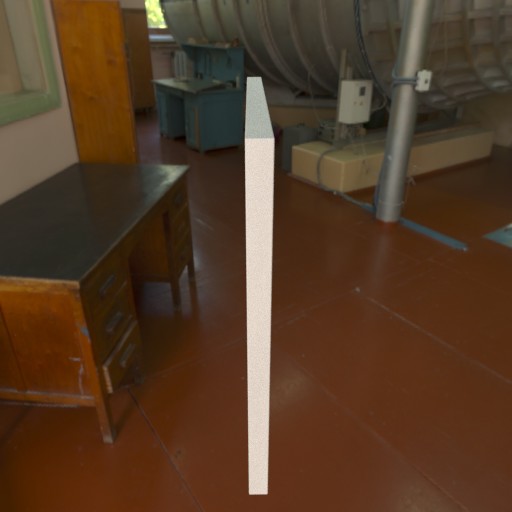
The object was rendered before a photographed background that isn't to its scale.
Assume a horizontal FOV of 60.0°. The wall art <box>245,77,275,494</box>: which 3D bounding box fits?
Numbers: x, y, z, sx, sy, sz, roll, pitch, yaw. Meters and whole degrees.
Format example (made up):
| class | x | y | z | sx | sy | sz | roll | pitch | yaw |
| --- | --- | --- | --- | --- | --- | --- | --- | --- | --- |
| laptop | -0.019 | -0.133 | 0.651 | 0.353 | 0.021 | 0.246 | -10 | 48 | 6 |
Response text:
| class | x | y | z | sx | sy | sz | roll | pitch | yaw |
| --- | --- | --- | --- | --- | --- | --- | --- | --- | --- |
| wall art | 0.000 | 0.000 | 1.115 | 0.040 | 0.762 | 0.762 | 0 | 28 | -1 |
